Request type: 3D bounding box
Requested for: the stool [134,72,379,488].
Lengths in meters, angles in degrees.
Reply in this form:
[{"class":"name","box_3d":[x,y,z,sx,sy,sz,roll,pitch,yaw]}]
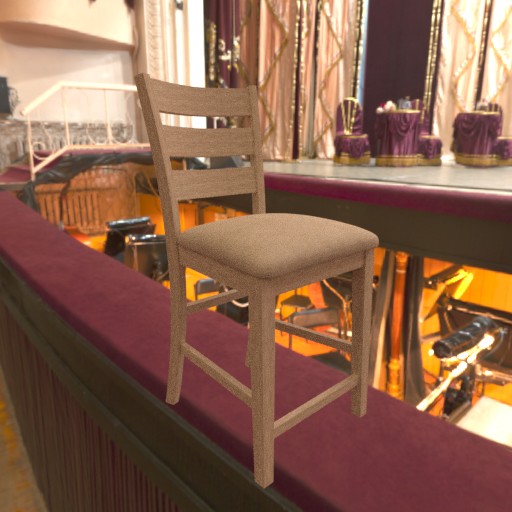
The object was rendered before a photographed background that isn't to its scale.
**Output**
[{"class":"stool","box_3d":[0.000,0.000,1.334,0.484,1.032,0.569,-13,20,-42]}]
